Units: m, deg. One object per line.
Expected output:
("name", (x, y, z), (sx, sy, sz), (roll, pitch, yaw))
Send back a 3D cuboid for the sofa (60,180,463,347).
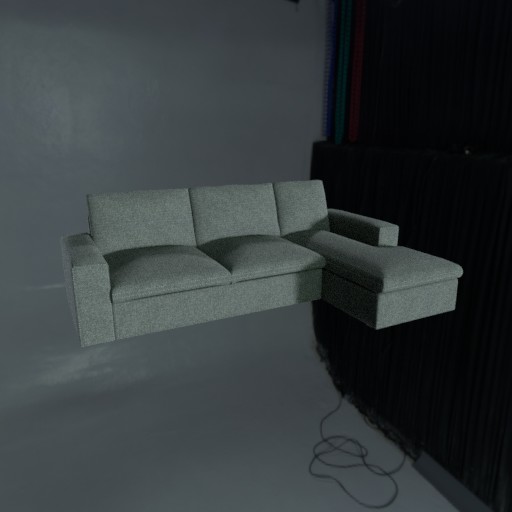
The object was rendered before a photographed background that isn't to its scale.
("sofa", (0.000, 0.000, 3.493), (2.718, 0.940, 1.689), (-8, 18, -26))
